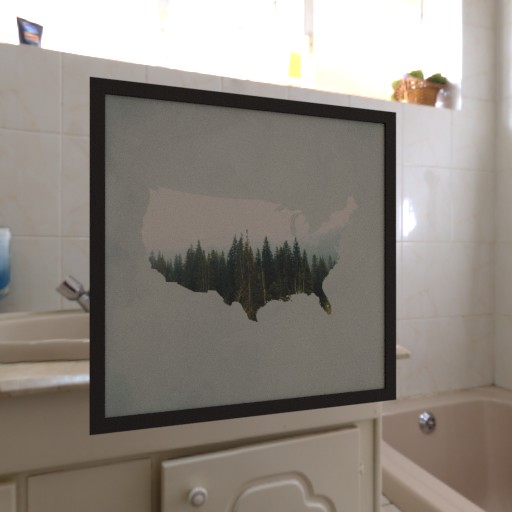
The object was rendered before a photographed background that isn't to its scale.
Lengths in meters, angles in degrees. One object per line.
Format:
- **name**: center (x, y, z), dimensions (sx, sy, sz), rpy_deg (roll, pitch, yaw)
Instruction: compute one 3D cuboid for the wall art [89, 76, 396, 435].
- **wall art**: center (0.000, 0.000, 0.725), dimensions (0.509, 0.509, 0.040), rpy_deg (0, 0, -18)
